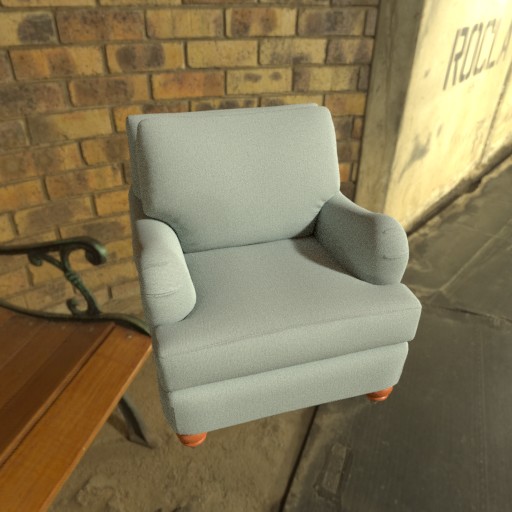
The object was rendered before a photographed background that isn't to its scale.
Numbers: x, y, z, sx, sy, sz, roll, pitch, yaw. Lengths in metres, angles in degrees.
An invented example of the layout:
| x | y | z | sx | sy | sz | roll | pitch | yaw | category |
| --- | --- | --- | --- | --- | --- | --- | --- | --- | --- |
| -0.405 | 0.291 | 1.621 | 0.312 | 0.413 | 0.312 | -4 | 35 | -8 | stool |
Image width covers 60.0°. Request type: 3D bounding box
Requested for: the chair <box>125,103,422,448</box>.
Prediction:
| x | y | z | sx | sy | sz | roll | pitch | yaw | category |
| --- | --- | --- | --- | --- | --- | --- | --- | --- | --- |
| 0.000 | 0.000 | 1.820 | 0.955 | 1.038 | 1.070 | -8 | 33 | -14 | chair |
